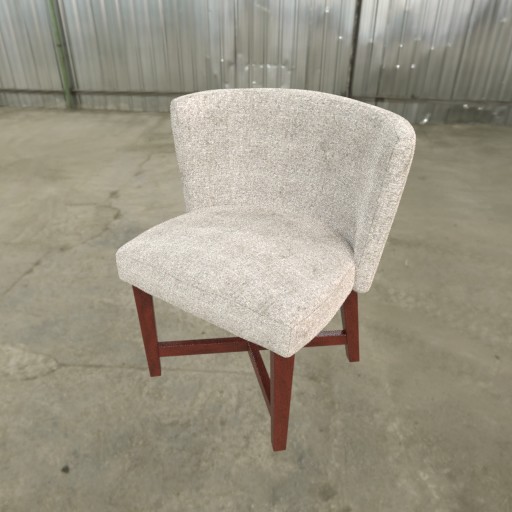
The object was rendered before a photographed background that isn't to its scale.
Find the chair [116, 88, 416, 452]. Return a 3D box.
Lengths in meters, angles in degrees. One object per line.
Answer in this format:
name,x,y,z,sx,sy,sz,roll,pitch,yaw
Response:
chair,0.000,0.000,1.273,0.728,0.827,0.575,20,36,30
